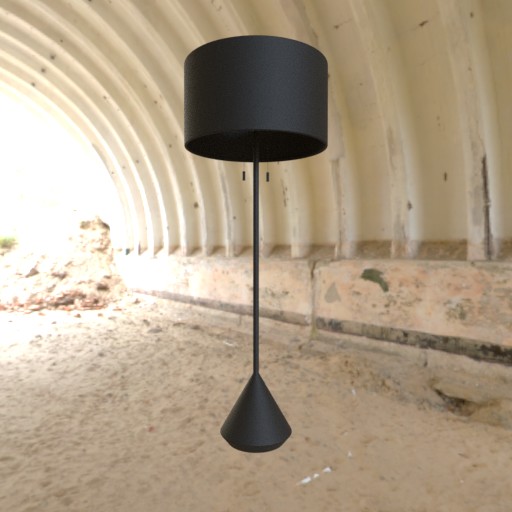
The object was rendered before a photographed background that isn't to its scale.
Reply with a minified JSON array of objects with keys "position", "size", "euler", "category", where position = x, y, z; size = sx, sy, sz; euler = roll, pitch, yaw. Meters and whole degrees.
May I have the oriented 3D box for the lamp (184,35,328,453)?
[{"position":[0.000,0.000,1.820],"size":[0.580,1.526,0.580],"euler":[0,1,18],"category":"lamp"}]
